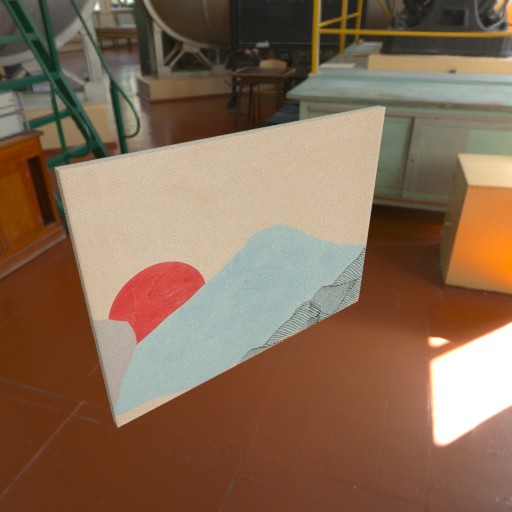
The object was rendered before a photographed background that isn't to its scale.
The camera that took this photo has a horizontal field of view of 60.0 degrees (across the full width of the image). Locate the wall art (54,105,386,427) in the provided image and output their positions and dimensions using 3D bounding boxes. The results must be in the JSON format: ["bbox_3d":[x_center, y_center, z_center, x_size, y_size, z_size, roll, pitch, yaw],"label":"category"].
[{"bbox_3d":[0.000,0.000,1.622,1.219,0.912,0.042,-21,36,-32],"label":"wall art"}]
